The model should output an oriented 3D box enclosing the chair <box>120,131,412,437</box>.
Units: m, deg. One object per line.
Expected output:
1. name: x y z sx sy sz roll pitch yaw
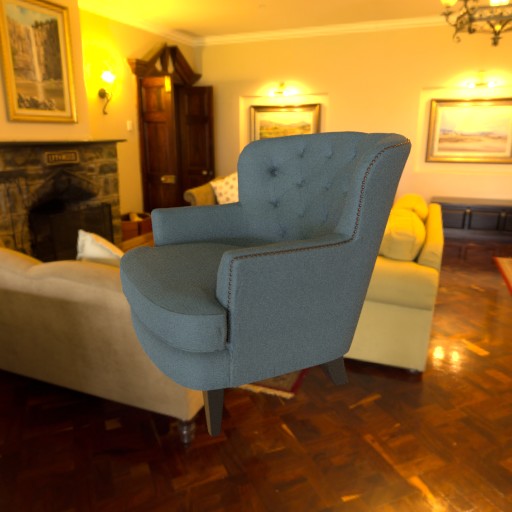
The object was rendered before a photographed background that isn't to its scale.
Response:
1. chair: 0.000 0.000 1.595 0.906 0.868 0.848 -8 17 -26
